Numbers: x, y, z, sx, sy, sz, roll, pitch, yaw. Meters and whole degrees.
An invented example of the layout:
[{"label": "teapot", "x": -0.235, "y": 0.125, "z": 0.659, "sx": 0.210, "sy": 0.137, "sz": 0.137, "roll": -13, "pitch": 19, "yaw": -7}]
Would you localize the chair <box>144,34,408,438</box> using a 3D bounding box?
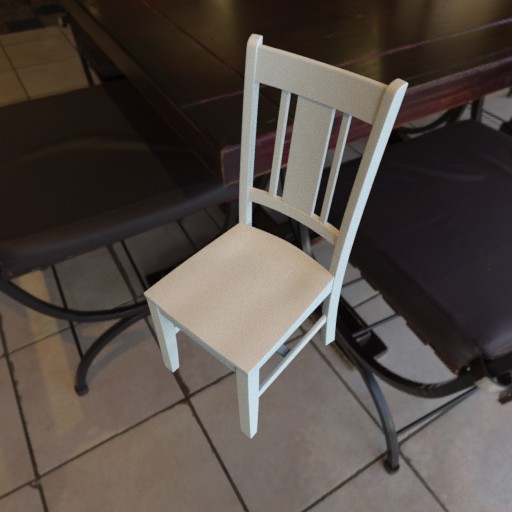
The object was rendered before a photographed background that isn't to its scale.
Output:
[{"label": "chair", "x": 0.000, "y": 0.000, "z": 1.299, "sx": 0.450, "sy": 0.998, "sz": 0.555, "roll": 31, "pitch": 54, "yaw": 26}]
